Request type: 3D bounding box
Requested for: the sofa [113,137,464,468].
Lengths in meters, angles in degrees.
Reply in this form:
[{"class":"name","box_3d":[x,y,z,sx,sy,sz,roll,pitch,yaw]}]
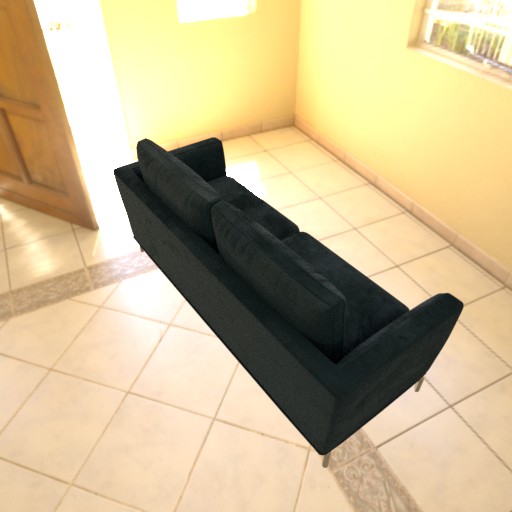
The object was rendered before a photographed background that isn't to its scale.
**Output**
[{"class":"sofa","box_3d":[0.000,0.000,2.734,0.853,0.998,2.212,-26,47,-27]}]
